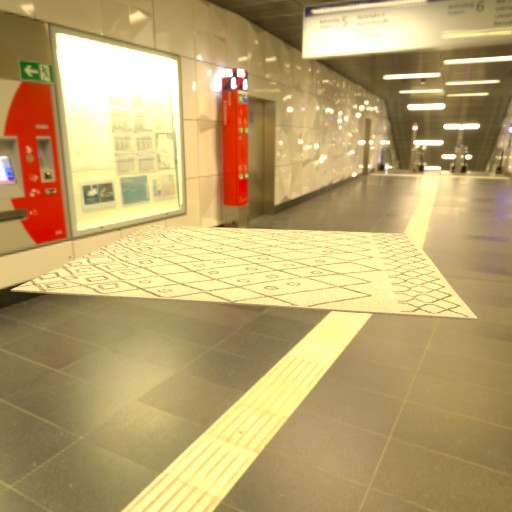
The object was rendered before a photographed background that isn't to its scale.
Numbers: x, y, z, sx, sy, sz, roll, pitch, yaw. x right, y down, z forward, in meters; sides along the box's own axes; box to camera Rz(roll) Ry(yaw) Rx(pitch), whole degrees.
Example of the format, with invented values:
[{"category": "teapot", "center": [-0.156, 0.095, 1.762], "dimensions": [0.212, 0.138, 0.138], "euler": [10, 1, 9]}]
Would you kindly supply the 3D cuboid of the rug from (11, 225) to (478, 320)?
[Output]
[{"category": "rug", "center": [0.000, 0.000, 3.990], "dimensions": [3.046, 0.015, 2.446], "euler": [2, 15, 9]}]
